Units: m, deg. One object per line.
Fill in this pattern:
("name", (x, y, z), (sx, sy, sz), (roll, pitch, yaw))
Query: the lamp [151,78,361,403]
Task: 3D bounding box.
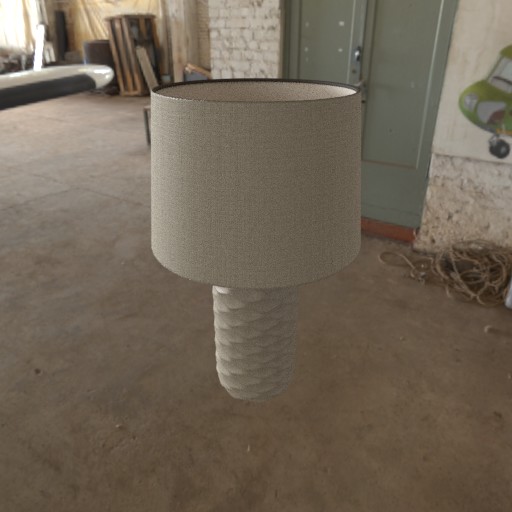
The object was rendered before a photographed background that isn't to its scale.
("lamp", (0.000, 0.000, 0.832), (0.376, 0.594, 0.376), (0, 27, 0))
